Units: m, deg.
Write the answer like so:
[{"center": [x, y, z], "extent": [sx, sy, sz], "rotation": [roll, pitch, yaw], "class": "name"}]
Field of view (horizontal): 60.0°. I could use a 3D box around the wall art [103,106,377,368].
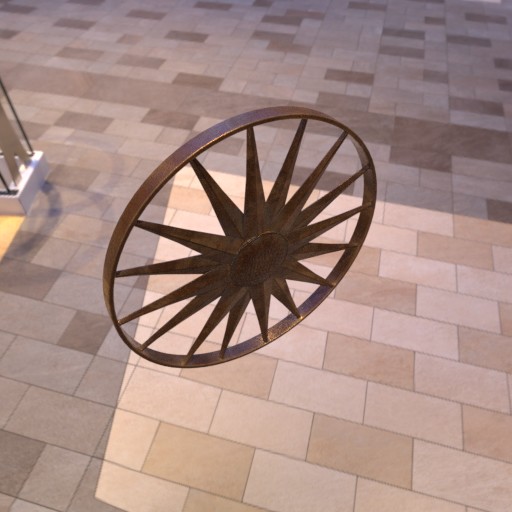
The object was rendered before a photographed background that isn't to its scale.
[{"center": [0.000, 0.000, 0.866], "extent": [0.582, 0.583, 0.084], "rotation": [-25, 53, -20], "class": "wall art"}]
